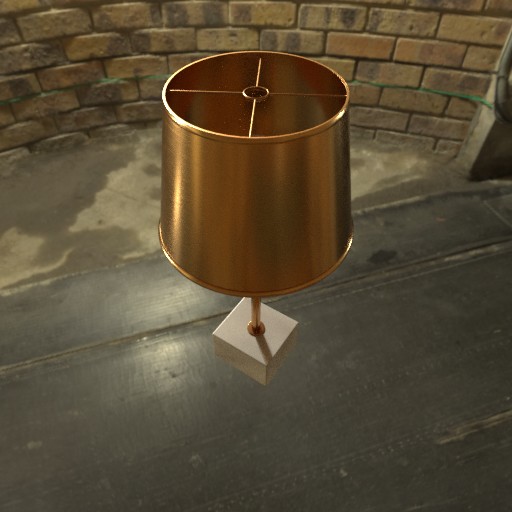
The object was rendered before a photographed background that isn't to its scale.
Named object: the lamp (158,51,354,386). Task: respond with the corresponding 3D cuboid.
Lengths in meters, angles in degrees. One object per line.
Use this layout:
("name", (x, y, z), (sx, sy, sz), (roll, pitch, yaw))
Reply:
("lamp", (0.000, 0.000, 0.518), (0.208, 0.406, 0.208), (0, 46, 0))
